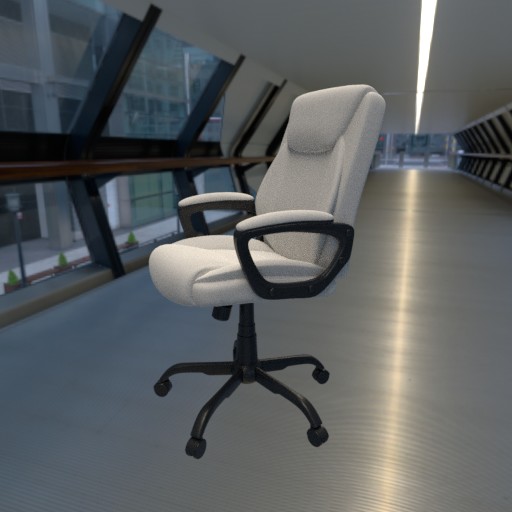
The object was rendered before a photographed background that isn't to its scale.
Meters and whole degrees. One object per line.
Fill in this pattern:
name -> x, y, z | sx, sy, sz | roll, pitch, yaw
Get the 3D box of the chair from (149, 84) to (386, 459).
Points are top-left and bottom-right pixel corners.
chair -> 0.000, 0.000, 1.459 | 0.669, 1.065, 0.663 | -7, 16, -26
